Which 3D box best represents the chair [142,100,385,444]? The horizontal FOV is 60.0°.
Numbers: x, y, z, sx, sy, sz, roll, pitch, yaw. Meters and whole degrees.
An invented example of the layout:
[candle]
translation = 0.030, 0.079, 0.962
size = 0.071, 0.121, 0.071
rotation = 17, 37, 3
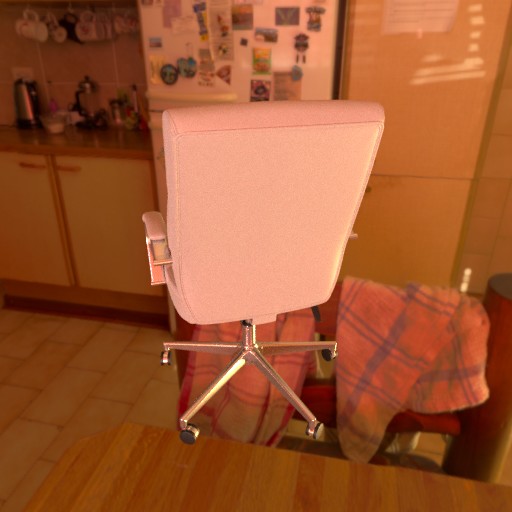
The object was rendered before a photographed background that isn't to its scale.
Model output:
[chair]
translation = 0.000, 0.000, 1.563
size = 0.727, 1.099, 0.745
rotation = -8, 27, -16
